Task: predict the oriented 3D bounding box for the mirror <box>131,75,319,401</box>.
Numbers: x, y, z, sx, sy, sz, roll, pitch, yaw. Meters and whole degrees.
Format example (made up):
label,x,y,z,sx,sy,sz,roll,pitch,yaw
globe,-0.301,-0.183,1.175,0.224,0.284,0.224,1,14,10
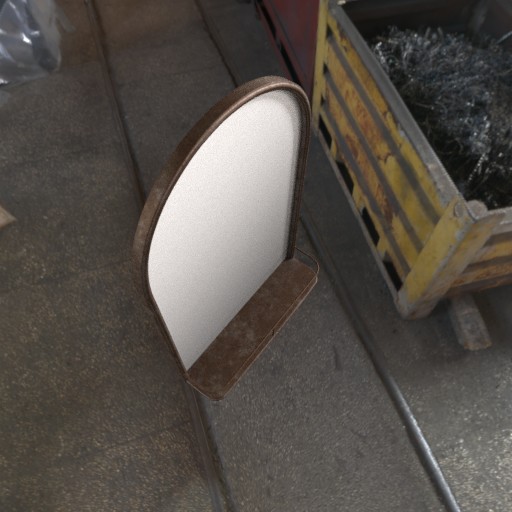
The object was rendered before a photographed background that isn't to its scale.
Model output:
label,x,y,z,sx,sy,sz,roll,pitch,yaw
mirror,0.000,0.000,0.977,0.137,0.770,0.510,34,64,19
